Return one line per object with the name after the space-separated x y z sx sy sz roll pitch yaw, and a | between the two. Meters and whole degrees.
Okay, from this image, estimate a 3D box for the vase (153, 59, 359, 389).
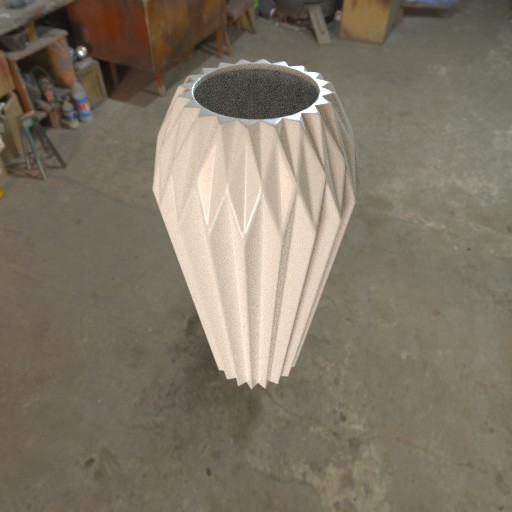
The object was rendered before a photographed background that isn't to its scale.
0.000 0.000 0.340 0.133 0.263 0.133 0 45 0 | vase
